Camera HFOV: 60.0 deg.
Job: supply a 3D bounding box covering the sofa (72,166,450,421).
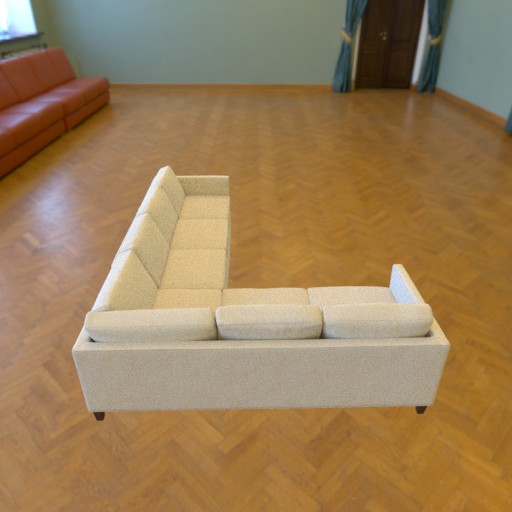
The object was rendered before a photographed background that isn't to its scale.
[{"bbox_3d":[0.000,0.000,4.289,2.432,0.863,3.182,-1,30,-1],"label":"sofa"}]
